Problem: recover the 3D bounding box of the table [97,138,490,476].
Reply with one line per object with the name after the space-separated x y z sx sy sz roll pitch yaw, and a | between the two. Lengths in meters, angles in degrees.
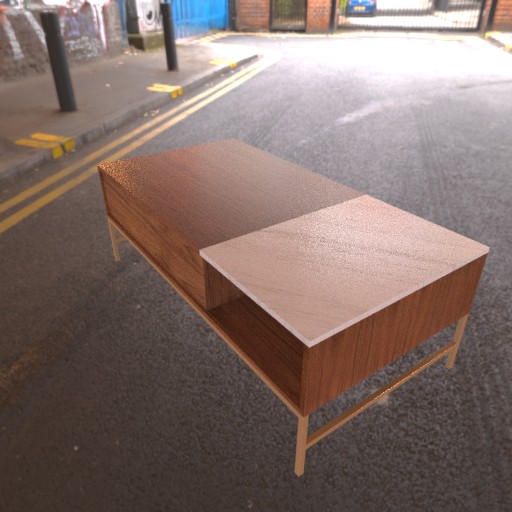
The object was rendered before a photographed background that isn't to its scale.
0.000 0.000 1.952 0.789 0.551 1.553 -20 36 -30 | table
